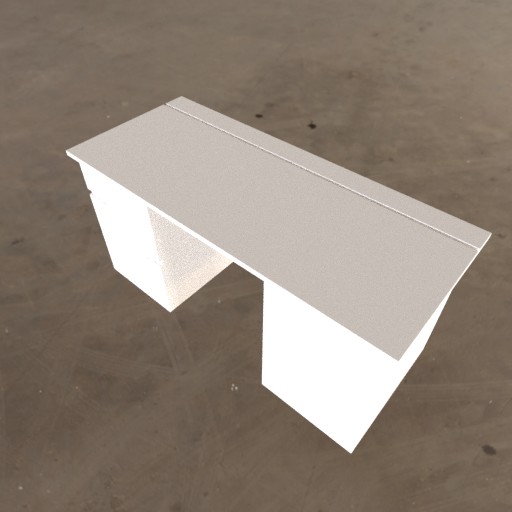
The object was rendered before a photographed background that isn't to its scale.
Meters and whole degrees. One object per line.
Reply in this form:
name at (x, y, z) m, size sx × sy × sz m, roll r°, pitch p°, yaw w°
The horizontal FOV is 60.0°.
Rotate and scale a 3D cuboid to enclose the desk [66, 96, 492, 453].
desk at (0.000, 0.000, 1.989) m, size 1.580 × 0.760 × 0.670 m, roll 32°, pitch 53°, yaw 27°
